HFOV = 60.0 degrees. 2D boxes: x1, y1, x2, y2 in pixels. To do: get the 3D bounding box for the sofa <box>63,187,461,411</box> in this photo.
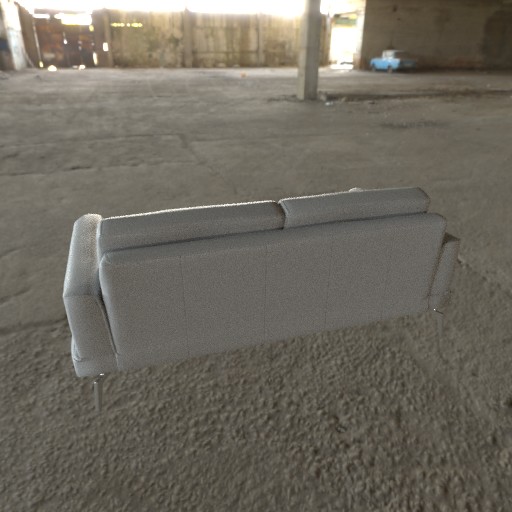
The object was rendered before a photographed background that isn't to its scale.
[{"bbox_3d":[0.000,0.000,2.733,2.177,0.930,1.121,-8,26,-16],"label":"sofa"}]
